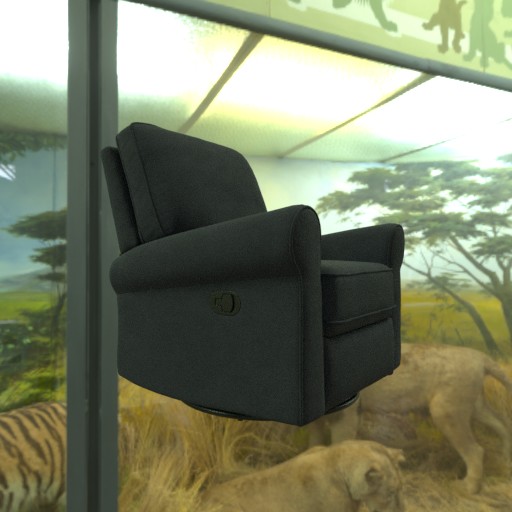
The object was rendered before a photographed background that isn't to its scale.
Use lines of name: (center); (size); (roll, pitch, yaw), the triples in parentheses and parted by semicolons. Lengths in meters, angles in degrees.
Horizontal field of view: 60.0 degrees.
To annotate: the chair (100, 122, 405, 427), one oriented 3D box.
chair: (0.000, 0.000, 1.626); (0.878, 0.961, 0.890); (0, 0, 35)
